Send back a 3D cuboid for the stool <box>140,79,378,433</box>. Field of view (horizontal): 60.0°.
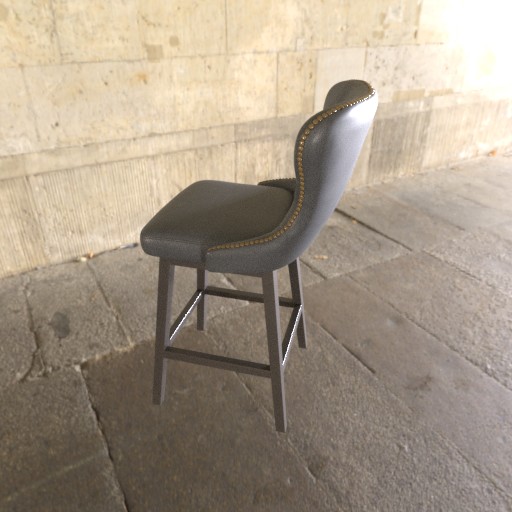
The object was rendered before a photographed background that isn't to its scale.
[{"bbox_3d":[0.000,0.000,1.333,0.593,0.971,0.528,7,30,13],"label":"stool"}]
